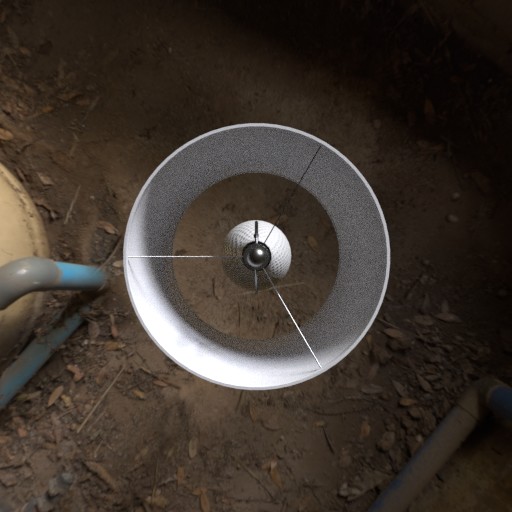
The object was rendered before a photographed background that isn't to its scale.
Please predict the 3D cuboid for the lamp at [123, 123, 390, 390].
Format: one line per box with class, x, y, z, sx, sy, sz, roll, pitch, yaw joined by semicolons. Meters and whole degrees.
lamp;0.000;0.000;0.581;0.214;0.466;0.214;0;90;0
